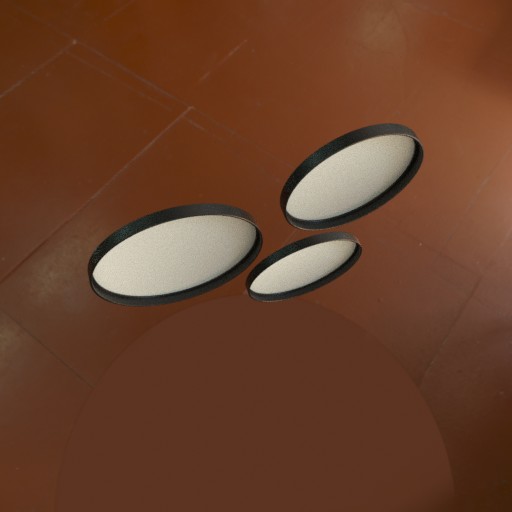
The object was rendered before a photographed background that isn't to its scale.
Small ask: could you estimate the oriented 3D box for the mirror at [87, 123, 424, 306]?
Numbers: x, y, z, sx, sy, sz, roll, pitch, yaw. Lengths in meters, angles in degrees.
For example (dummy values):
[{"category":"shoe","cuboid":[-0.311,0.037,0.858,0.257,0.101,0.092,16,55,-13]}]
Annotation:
[{"category":"mirror","cuboid":[0.000,0.000,3.178,2.160,2.096,0.076,-17,65,-8]}]
